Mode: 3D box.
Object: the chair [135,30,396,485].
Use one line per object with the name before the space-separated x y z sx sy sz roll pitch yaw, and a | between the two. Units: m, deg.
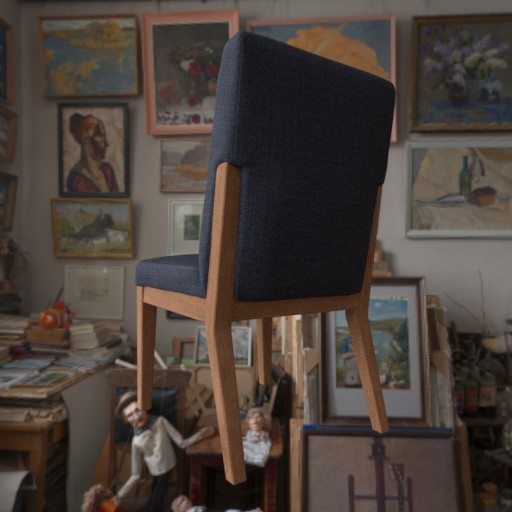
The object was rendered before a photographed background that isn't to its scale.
chair | 0.000 0.000 1.232 0.507 0.911 0.586 0 0 -35
